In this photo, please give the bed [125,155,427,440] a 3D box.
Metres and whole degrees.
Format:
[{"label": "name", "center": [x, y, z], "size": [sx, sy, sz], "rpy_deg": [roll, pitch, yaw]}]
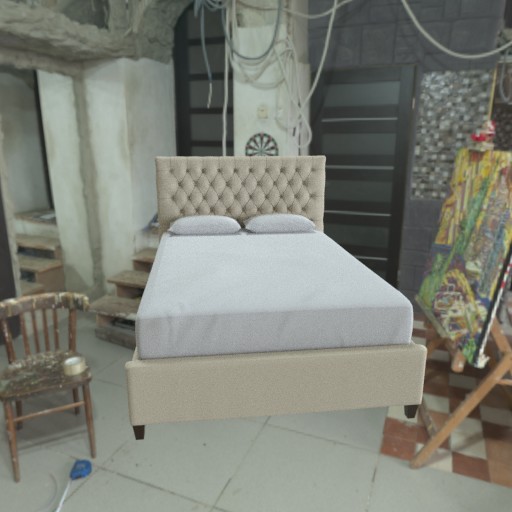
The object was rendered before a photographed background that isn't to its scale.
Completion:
[{"label": "bed", "center": [0.000, 0.000, 3.469], "size": [1.698, 1.427, 2.387], "rpy_deg": [-2, 15, -7]}]
